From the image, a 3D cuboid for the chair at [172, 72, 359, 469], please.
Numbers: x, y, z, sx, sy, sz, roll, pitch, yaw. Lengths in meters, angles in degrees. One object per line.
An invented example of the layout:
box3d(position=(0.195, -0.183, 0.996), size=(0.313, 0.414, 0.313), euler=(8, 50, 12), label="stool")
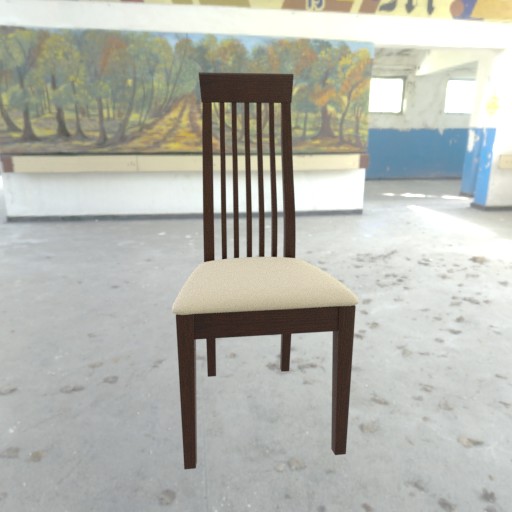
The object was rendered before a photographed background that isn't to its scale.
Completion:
box3d(position=(0.000, 0.000, 1.272), size=(0.460, 1.027, 0.474), euler=(-2, 16, -7), label="chair")
